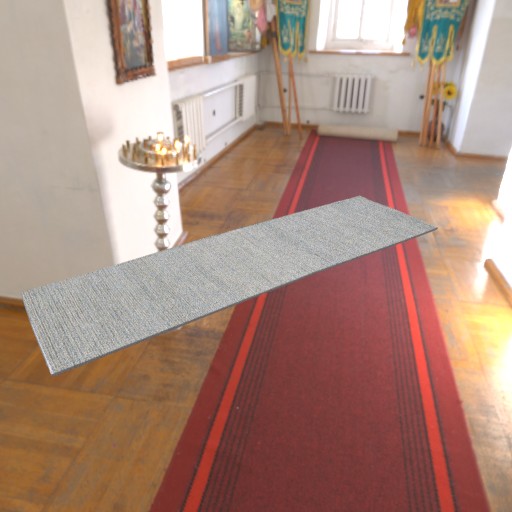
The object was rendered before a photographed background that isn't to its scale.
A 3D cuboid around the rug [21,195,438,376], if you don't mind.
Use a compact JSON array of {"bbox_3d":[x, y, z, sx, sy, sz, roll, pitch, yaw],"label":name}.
[{"bbox_3d":[0.000,0.000,2.499,2.341,0.037,0.675,-18,34,-29],"label":"rug"}]
